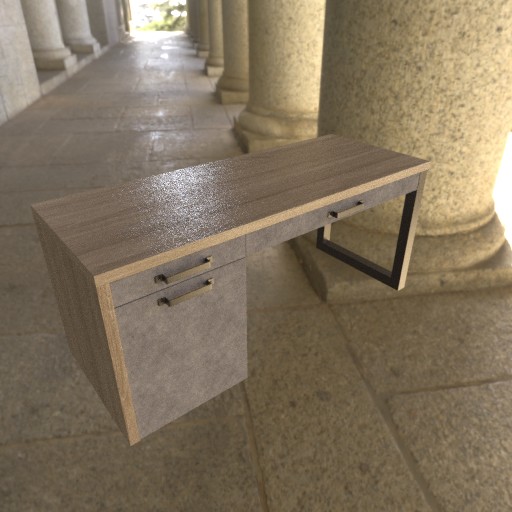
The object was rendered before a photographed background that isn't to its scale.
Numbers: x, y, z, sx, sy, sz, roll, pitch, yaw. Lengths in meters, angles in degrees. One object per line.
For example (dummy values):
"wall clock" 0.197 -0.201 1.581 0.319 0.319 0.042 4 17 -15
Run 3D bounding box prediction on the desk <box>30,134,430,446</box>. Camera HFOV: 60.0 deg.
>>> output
"desk" 0.000 0.000 2.140 1.700 0.760 0.690 -22 36 -33
